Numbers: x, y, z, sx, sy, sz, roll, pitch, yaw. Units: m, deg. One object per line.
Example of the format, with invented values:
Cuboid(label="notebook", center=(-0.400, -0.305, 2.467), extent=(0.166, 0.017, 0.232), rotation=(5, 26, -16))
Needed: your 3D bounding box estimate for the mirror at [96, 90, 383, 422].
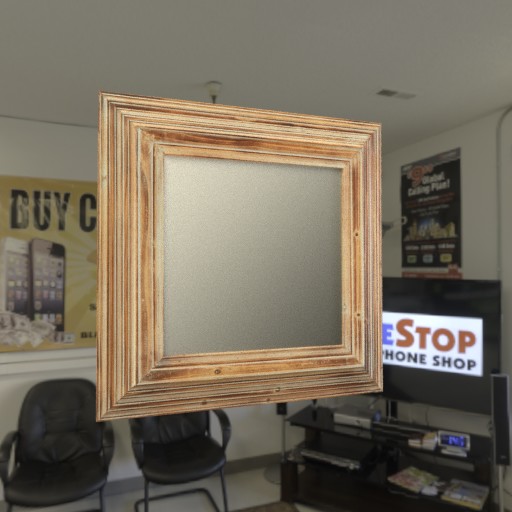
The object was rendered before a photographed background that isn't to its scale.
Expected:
Cuboid(label="mirror", center=(0.000, 0.000, 1.192), extent=(0.804, 0.804, 0.061), rotation=(0, -1, -18))
